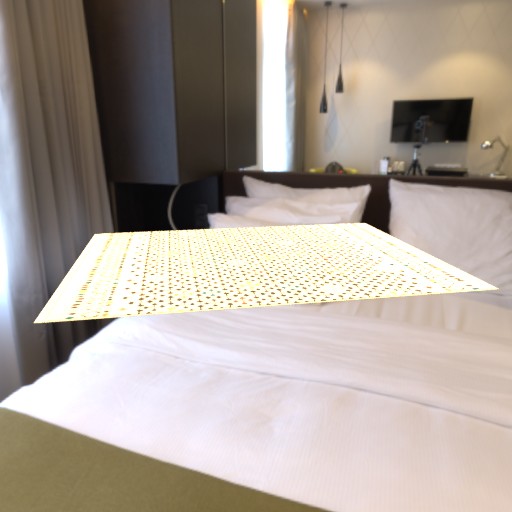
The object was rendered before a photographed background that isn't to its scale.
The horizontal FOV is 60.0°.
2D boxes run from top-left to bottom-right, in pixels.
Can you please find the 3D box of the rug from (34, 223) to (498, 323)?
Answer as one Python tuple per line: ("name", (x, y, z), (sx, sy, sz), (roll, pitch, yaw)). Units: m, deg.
("rug", (0.000, 0.000, 1.993), (1.556, 0.006, 1.146), (-3, 17, -10))
